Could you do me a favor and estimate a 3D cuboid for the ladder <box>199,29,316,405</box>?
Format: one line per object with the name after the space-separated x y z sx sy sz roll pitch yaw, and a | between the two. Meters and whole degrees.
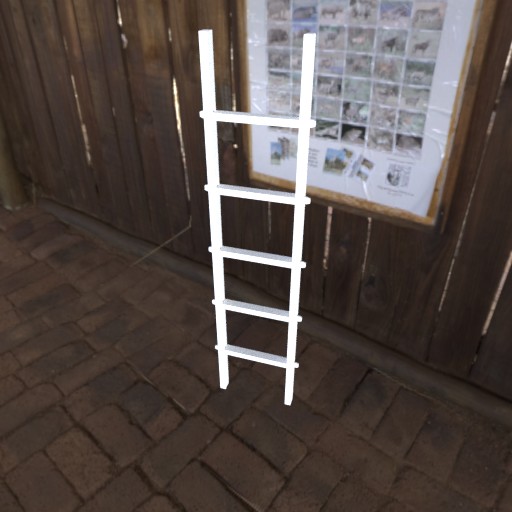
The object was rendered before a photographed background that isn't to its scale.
0.000 0.000 1.983 0.452 1.797 0.051 10 33 15 | ladder
